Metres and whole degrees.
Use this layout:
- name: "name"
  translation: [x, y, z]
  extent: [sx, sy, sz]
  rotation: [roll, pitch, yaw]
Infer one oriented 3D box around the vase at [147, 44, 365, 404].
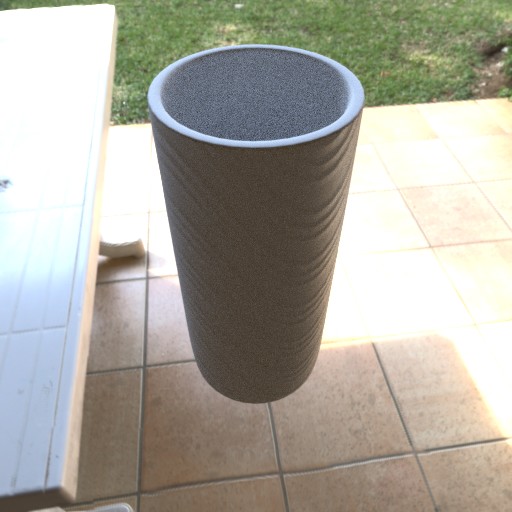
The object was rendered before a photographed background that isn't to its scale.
- name: "vase"
  translation: [0.000, 0.000, 0.398]
  extent: [0.143, 0.316, 0.143]
  rotation: [0, 47, 0]
